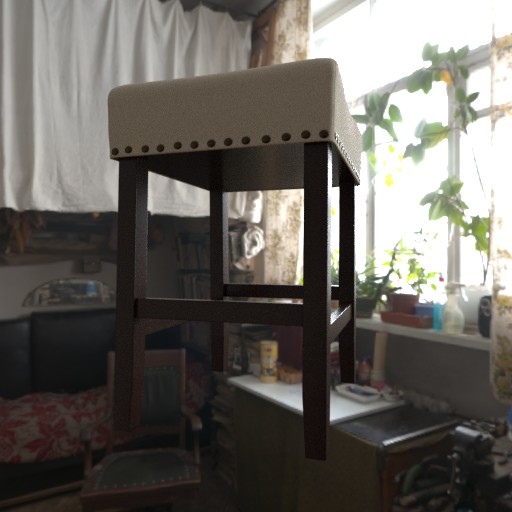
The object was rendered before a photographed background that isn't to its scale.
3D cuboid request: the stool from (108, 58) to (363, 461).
[{"bbox_3d":[0.000,0.000,0.928,0.401,0.609,0.471,0,0,18],"label":"stool"}]
